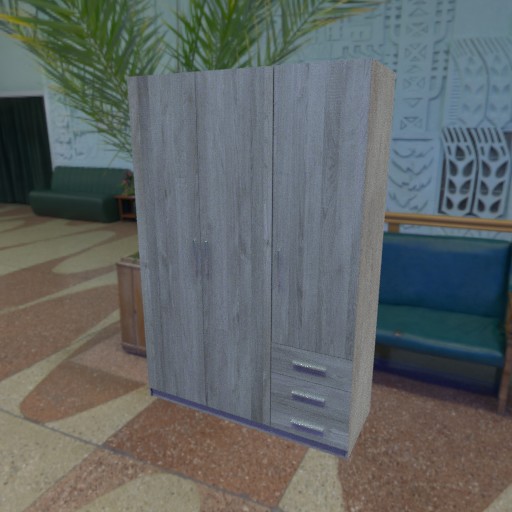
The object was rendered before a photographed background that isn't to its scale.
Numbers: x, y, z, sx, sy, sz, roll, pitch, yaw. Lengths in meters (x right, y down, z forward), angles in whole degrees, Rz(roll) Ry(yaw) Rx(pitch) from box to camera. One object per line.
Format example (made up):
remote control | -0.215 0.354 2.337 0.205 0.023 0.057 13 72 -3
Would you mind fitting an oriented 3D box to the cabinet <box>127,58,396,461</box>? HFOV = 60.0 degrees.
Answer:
cabinet | 0.000 0.000 2.506 1.290 1.910 0.510 8 17 26
